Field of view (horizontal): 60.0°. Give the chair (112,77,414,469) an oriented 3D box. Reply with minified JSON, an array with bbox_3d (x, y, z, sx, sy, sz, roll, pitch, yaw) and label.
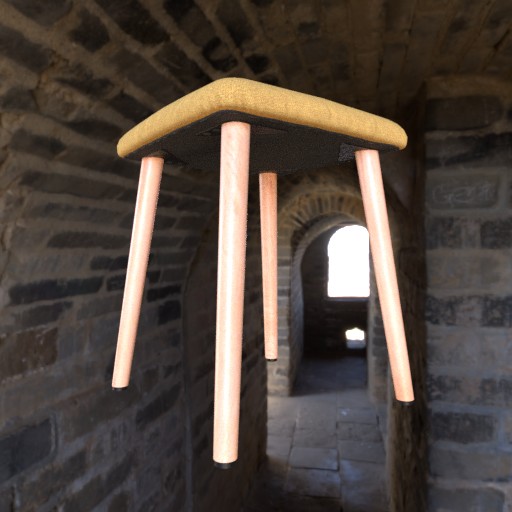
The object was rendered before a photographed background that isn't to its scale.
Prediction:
[{"bbox_3d":[0.000,0.000,0.693,0.350,0.440,0.350,-1,1,-37],"label":"chair"}]
